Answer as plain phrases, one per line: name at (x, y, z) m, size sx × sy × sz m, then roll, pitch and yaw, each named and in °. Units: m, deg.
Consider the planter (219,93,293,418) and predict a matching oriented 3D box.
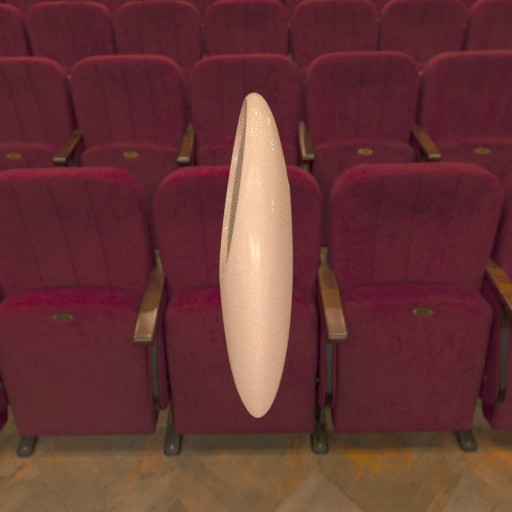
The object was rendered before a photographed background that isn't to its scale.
planter at (0.000, 0.000, 0.274) m, size 0.043 × 0.188 × 0.185 m, roll 0°, pitch 40°, yaw 0°
